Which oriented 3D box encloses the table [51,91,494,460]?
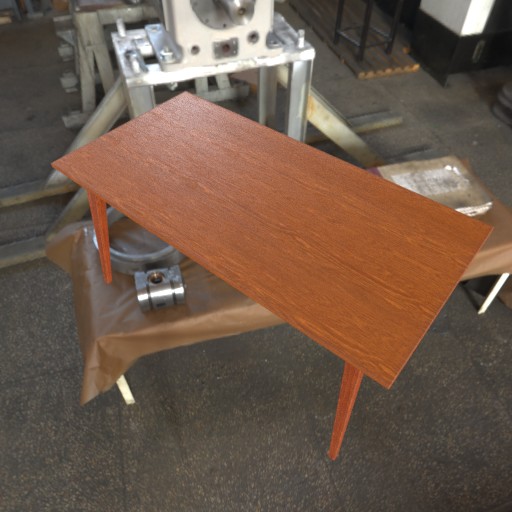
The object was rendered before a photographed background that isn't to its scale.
[{"bbox_3d":[0.000,0.000,2.046,1.609,0.755,0.811,31,55,25],"label":"table"}]
